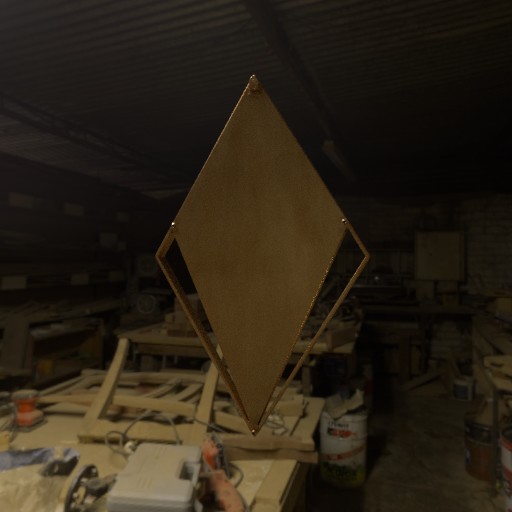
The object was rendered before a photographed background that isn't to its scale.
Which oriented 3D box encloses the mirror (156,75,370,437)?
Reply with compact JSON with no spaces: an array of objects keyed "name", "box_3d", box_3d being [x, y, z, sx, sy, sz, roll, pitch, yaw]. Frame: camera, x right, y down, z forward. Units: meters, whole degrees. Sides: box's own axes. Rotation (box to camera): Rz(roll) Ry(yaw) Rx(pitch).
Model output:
[{"name":"mirror","box_3d":[0.000,0.000,0.842,0.419,0.679,0.032,0,0,18]}]
